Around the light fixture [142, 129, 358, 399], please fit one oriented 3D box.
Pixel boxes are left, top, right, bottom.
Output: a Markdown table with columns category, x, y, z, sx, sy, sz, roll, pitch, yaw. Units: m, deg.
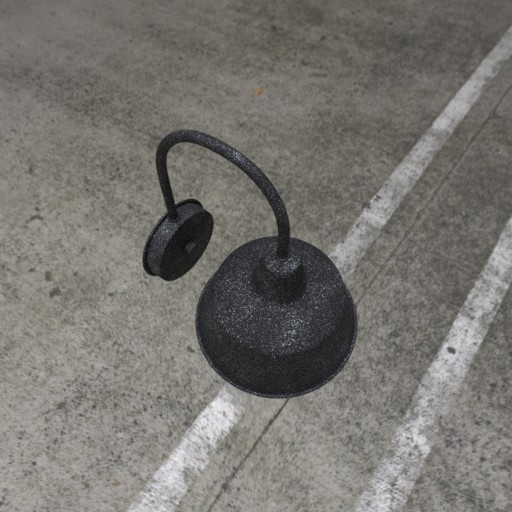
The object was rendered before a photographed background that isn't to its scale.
| category | x | y | z | sx | sy | sz | roll | pitch | yaw |
| --- | --- | --- | --- | --- | --- | --- | --- | --- | --- |
| light fixture | 0.000 | 0.000 | 0.498 | 0.283 | 0.300 | 0.216 | 32 | 64 | 18 |
